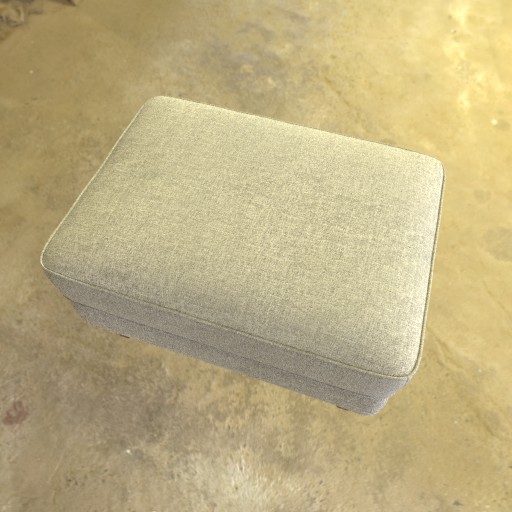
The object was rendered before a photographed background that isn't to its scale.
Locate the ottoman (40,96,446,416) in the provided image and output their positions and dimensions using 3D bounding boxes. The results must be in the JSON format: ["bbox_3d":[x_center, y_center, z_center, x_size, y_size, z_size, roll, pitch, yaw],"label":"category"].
[{"bbox_3d":[0.000,0.000,1.285,0.889,0.561,0.661,16,59,10],"label":"ottoman"}]
